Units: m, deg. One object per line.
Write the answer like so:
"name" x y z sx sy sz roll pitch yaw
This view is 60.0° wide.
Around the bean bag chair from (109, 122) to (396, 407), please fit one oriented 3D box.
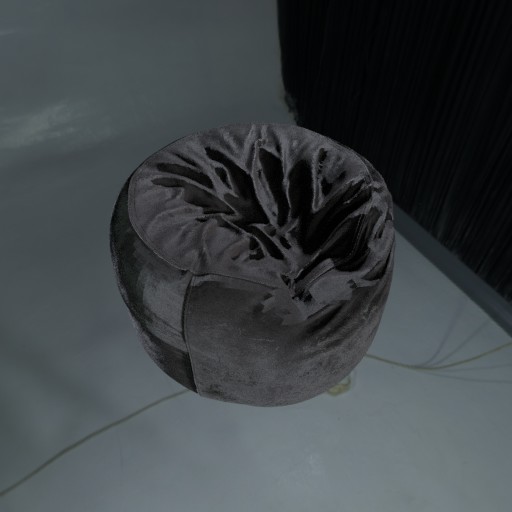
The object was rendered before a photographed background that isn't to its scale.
"bean bag chair" 0.000 0.000 1.520 0.918 0.605 0.918 0 47 0
